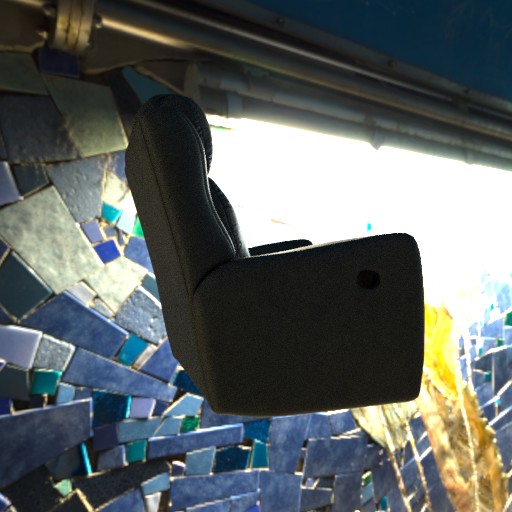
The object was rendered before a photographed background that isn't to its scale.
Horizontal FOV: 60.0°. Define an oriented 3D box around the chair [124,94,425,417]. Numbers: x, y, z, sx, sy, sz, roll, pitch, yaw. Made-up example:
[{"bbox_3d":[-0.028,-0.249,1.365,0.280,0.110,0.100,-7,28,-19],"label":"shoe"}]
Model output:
[{"bbox_3d":[0.000,0.000,1.923,1.068,1.116,0.965,0,0,-19],"label":"chair"}]
